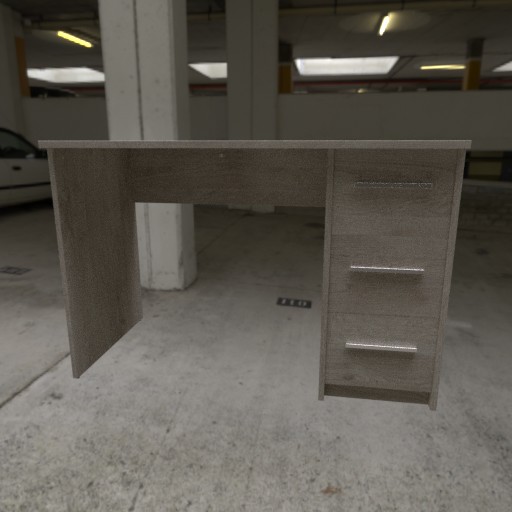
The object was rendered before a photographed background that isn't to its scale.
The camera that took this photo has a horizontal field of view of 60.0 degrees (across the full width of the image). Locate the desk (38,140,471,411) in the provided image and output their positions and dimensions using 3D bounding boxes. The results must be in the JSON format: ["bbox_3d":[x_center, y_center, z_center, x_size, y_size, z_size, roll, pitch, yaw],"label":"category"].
[{"bbox_3d":[0.000,0.000,1.464,1.097,0.735,0.560,2,15,9],"label":"desk"}]
